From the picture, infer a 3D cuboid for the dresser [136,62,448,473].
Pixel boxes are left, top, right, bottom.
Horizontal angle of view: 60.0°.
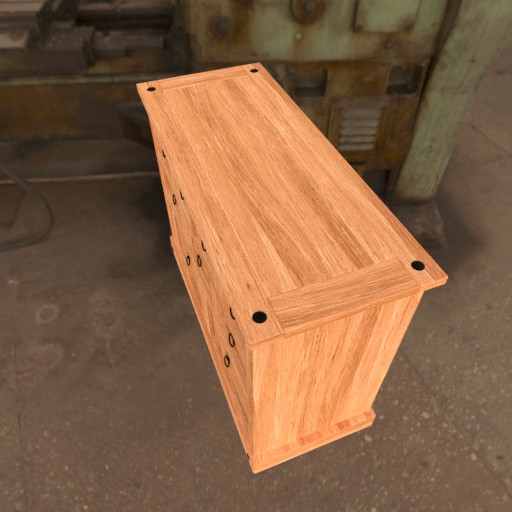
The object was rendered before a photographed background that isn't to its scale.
[{"bbox_3d":[0.000,0.000,1.383,0.410,0.740,0.990,-16,50,-14],"label":"dresser"}]
